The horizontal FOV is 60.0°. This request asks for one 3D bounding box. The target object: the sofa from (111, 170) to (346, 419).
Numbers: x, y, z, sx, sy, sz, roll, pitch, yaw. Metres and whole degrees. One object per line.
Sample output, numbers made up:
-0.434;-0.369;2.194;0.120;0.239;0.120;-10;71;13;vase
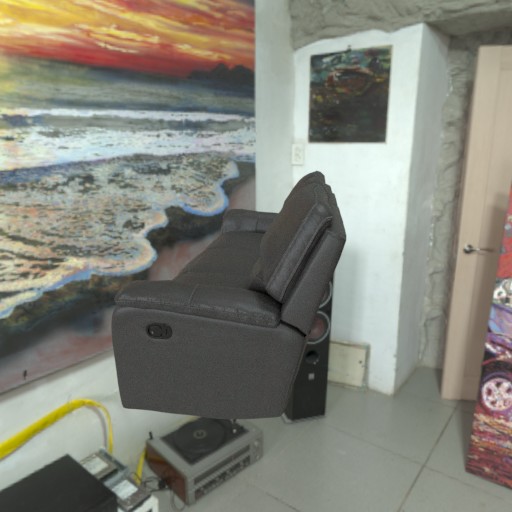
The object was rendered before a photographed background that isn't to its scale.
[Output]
0.000;0.000;3.194;1.104;1.134;2.627;2;14;8;sofa
